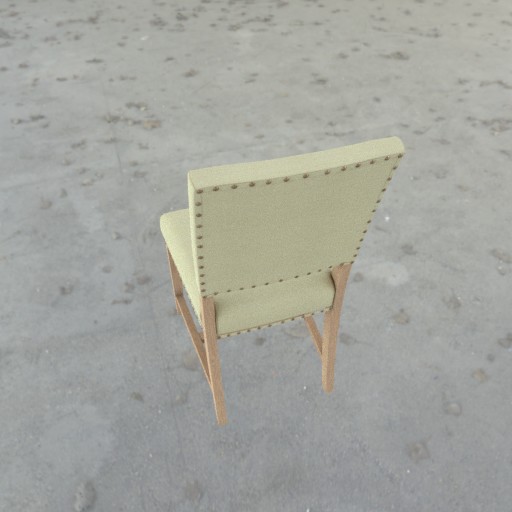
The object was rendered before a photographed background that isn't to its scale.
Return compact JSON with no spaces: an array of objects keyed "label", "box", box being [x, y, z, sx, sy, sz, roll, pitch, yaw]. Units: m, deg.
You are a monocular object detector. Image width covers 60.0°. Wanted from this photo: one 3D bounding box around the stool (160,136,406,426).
[{"label":"stool","box":[0.000,0.000,1.360,0.508,0.986,0.623,-12,44,-13]}]
